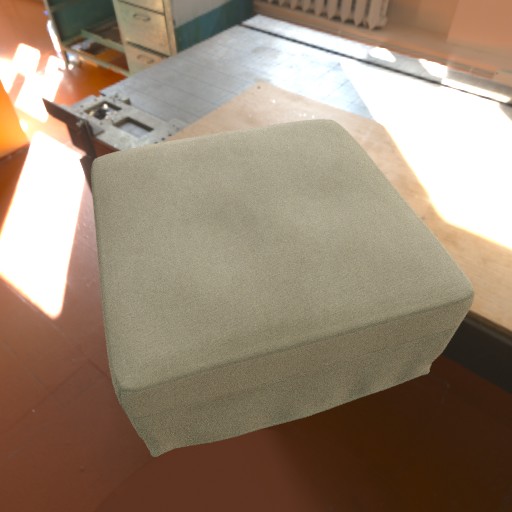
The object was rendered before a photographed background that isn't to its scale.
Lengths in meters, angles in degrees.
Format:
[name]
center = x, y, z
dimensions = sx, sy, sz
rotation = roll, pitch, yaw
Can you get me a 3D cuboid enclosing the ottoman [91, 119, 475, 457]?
[ottoman]
center = 0.000, 0.000, 1.309
dimensions = 0.843, 0.441, 0.842
rotation = -13, 48, -12
